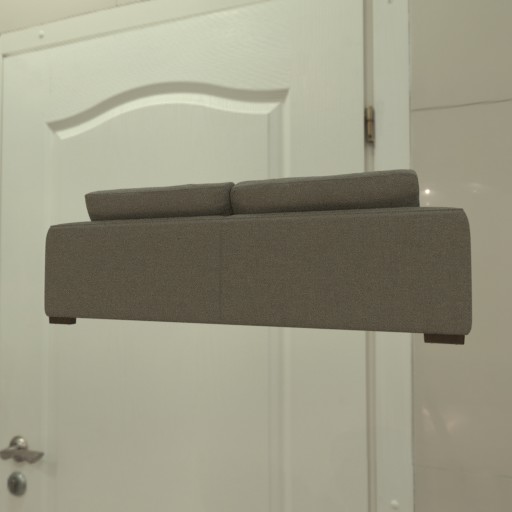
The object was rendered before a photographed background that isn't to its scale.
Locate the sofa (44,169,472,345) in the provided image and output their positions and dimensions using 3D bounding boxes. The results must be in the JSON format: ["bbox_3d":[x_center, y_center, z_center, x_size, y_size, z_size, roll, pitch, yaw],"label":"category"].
[{"bbox_3d":[0.000,0.000,2.694,2.262,0.801,1.070,-1,-2,19],"label":"sofa"}]
